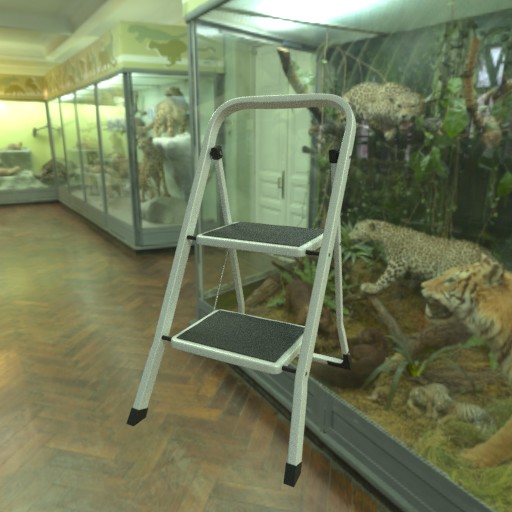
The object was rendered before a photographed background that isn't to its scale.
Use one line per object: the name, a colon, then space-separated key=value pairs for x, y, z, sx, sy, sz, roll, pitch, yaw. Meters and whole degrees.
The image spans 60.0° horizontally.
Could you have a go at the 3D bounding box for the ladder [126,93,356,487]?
ladder: x=0.000 y=0.000 z=1.150 sx=0.460 sy=0.810 sz=0.544 roll=8 pitch=17 yaw=26
